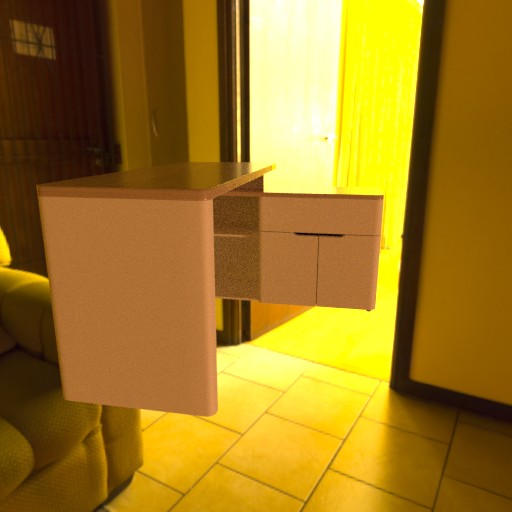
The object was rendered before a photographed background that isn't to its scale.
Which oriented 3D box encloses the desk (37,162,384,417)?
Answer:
[{"bbox_3d":[0.000,0.000,2.055,1.175,0.770,1.400,3,15,11],"label":"desk"}]
